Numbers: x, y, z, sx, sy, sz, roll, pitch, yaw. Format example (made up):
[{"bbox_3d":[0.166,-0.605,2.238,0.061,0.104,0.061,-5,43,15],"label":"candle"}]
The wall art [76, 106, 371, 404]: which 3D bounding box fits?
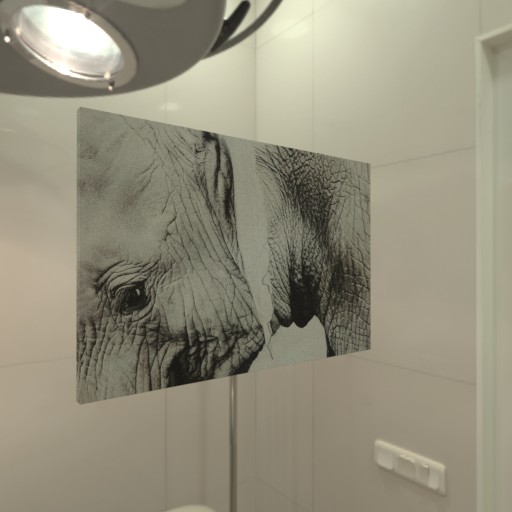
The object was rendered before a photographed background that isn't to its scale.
[{"bbox_3d":[0.000,0.000,1.481,1.141,0.758,0.035,0,0,-37],"label":"wall art"}]
